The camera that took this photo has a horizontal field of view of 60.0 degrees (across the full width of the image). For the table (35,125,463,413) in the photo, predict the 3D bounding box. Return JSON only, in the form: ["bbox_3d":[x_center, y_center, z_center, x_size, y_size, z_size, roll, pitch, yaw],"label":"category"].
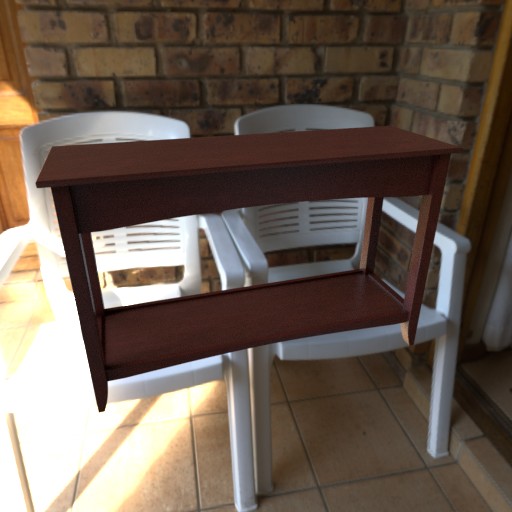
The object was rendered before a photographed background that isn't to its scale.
[{"bbox_3d":[0.000,0.000,1.509,1.188,0.739,0.392,-8,27,-15],"label":"table"}]
